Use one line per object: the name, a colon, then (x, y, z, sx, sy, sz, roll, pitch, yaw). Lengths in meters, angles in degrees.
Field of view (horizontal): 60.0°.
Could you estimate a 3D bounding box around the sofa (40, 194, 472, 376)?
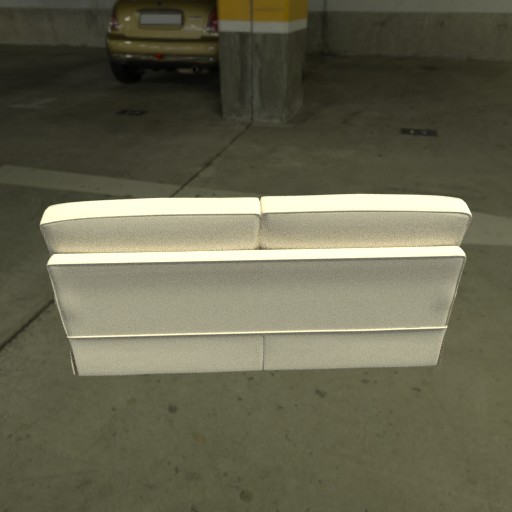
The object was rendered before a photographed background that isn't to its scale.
sofa: (0.000, 0.000, 2.488, 2.021, 0.937, 0.862, -1, 31, -2)
